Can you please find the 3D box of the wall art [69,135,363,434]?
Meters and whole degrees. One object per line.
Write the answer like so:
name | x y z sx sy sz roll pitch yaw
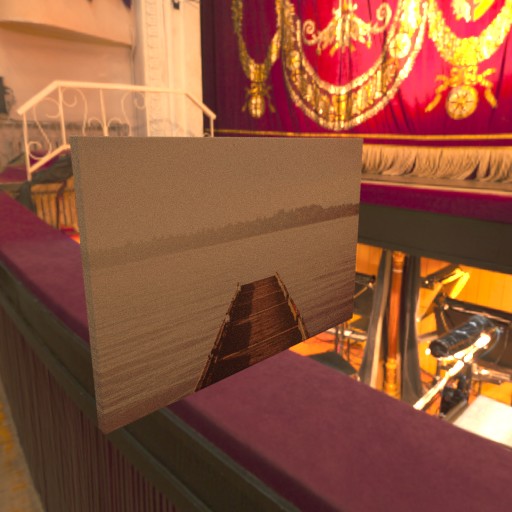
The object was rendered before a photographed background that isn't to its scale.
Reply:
wall art | 0.000 0.000 0.791 0.615 0.410 0.021 -14 20 -42
